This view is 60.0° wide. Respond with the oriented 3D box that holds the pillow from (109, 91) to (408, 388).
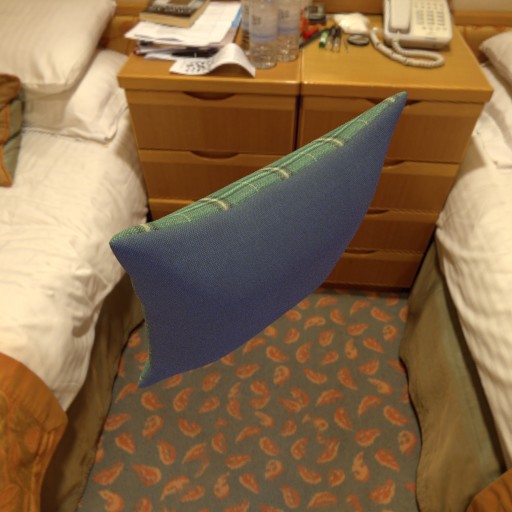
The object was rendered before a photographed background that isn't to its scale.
[{"bbox_3d":[0.000,0.000,0.684,0.453,0.430,0.200,-32,54,-28],"label":"pillow"}]
